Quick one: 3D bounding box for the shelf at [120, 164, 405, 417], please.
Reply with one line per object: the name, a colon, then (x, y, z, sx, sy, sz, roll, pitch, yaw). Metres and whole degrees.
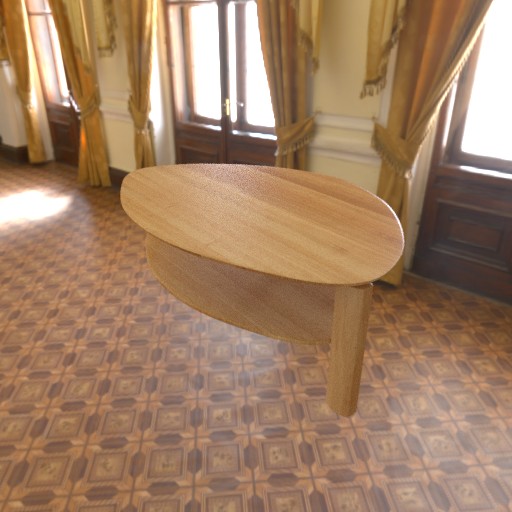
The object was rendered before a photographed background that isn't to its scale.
shelf: (0.000, 0.000, 1.632, 0.845, 0.440, 1.246, -18, 31, -33)
